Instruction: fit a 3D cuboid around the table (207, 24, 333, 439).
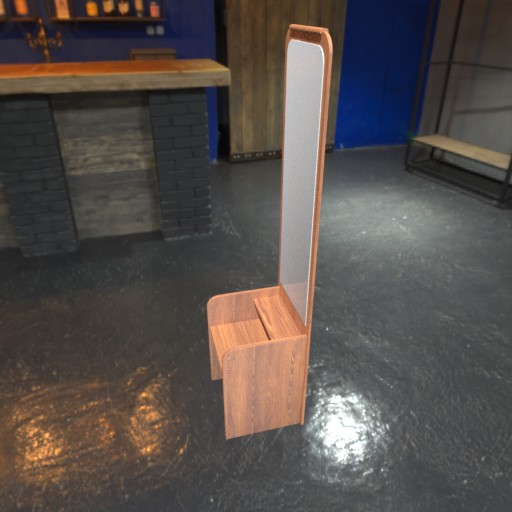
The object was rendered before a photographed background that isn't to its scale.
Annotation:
[{"bbox_3d":[0.000,0.000,1.991,0.420,1.830,0.450,-7,31,-13],"label":"table"}]
